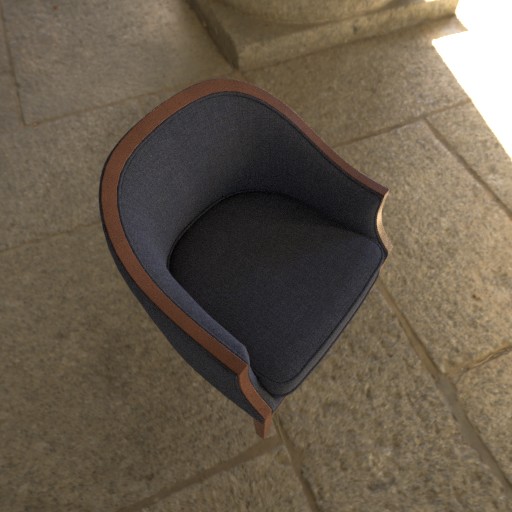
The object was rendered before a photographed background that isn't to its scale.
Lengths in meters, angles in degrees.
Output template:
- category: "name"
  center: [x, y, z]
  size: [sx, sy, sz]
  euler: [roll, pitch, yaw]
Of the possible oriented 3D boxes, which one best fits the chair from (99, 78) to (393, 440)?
- category: "chair"
  center: [0.000, 0.000, 1.496]
  size: [0.735, 0.876, 0.803]
  euler: [34, 64, 19]
